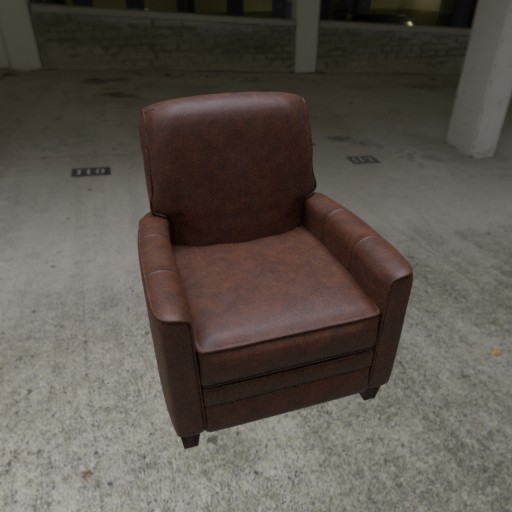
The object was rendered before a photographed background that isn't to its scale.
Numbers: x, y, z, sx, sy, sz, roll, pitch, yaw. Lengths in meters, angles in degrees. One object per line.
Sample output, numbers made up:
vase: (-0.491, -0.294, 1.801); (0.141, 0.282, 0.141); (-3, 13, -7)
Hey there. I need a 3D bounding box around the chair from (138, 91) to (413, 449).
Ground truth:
chair: (0.000, 0.000, 1.651); (0.839, 1.010, 0.850); (-10, 34, -15)
